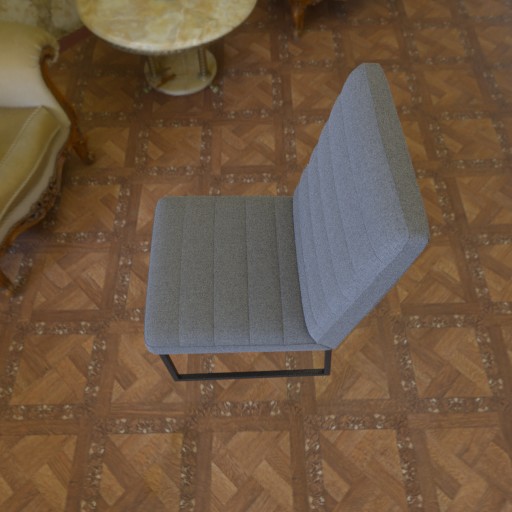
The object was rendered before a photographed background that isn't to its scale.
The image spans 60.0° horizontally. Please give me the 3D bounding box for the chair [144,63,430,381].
[{"bbox_3d":[0.000,0.000,1.300,0.634,0.930,0.520,-2,59,-1],"label":"chair"}]
